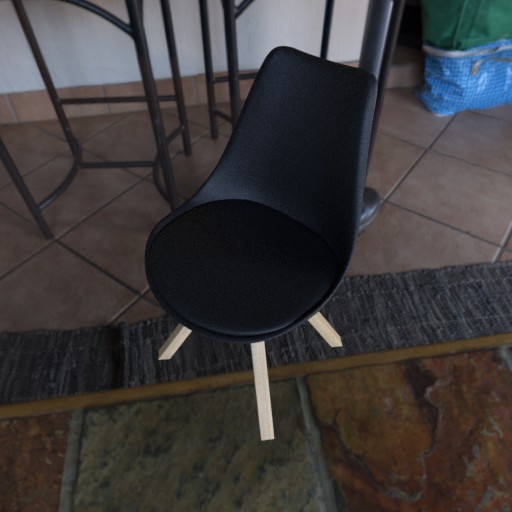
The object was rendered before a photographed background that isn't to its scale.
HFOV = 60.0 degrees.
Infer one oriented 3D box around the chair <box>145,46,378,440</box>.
[{"bbox_3d":[0.000,0.000,1.151,0.485,0.850,0.549,30,54,25],"label":"chair"}]
